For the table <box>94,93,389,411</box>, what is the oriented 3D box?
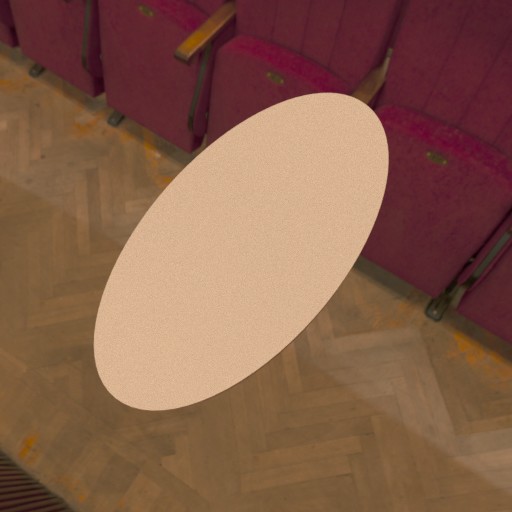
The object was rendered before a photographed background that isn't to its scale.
[{"bbox_3d":[0.000,0.000,1.351,0.542,0.390,1.083,33,69,14],"label":"table"}]
